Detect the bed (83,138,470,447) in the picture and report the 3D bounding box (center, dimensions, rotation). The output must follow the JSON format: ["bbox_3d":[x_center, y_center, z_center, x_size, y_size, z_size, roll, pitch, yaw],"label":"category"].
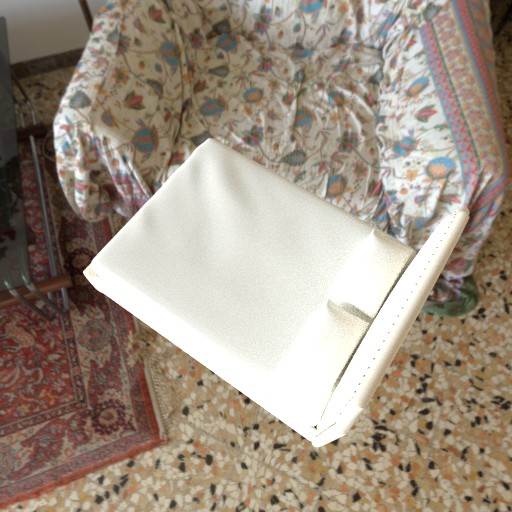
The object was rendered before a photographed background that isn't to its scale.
[{"bbox_3d":[0.000,0.000,3.460,2.365,1.443,1.712,32,68,15],"label":"bed"}]
